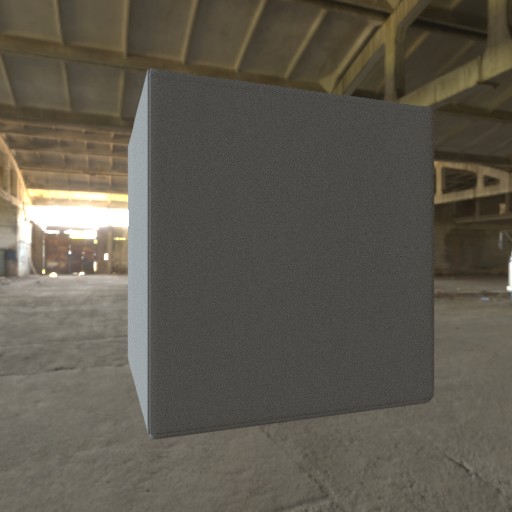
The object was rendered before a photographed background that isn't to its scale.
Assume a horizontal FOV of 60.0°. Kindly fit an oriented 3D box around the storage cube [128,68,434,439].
[{"bbox_3d":[0.000,0.000,0.499,0.270,0.280,0.270,0,0,-19],"label":"storage cube"}]
